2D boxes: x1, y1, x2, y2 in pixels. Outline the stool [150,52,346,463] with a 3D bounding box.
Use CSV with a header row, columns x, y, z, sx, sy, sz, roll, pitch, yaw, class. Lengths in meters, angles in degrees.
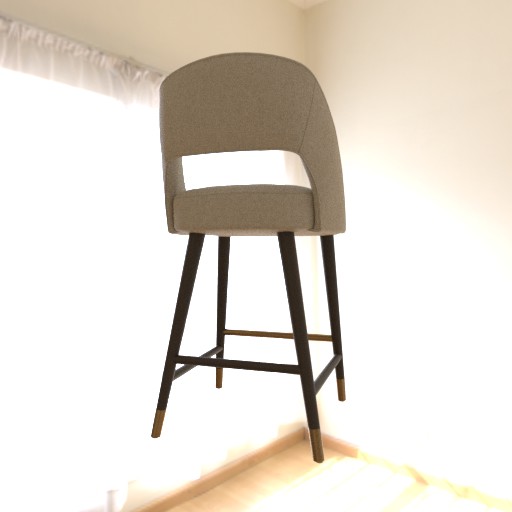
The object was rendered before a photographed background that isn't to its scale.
x,y,z,sx,sy,sz,roll,pitch,yaw,class
0.000,0.000,1.261,0.494,0.940,0.509,0,1,18,stool
